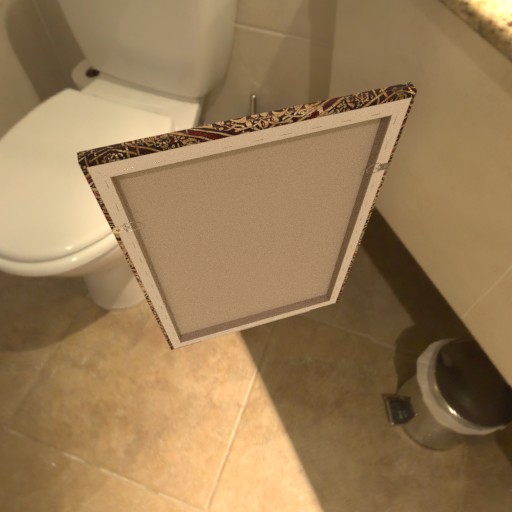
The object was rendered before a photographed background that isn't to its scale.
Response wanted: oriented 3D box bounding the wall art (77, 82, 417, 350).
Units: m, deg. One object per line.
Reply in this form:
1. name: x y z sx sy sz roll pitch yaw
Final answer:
1. wall art: 0.000 0.000 0.759 0.397 0.599 0.020 -15 60 -8
